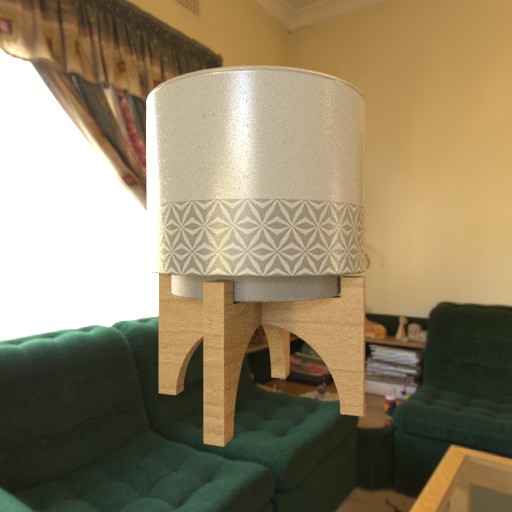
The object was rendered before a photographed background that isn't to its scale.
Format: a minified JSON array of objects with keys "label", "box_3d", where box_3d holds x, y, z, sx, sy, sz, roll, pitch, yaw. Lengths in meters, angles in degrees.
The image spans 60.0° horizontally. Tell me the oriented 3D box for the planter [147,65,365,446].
[{"label":"planter","box_3d":[0.000,0.000,0.520,0.249,0.343,0.249,0,1,0]}]
